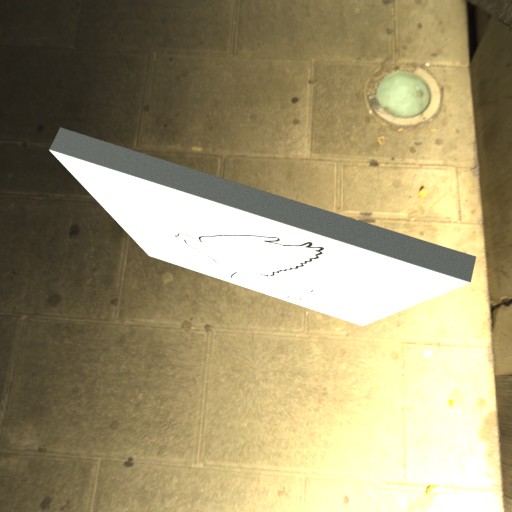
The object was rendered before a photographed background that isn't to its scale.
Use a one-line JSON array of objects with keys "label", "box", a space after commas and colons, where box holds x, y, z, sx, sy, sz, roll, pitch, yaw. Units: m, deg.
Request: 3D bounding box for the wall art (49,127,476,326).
[{"label": "wall art", "box": [0.000, 0.000, 0.908, 0.610, 0.610, 0.038, 18, 76, 4]}]
